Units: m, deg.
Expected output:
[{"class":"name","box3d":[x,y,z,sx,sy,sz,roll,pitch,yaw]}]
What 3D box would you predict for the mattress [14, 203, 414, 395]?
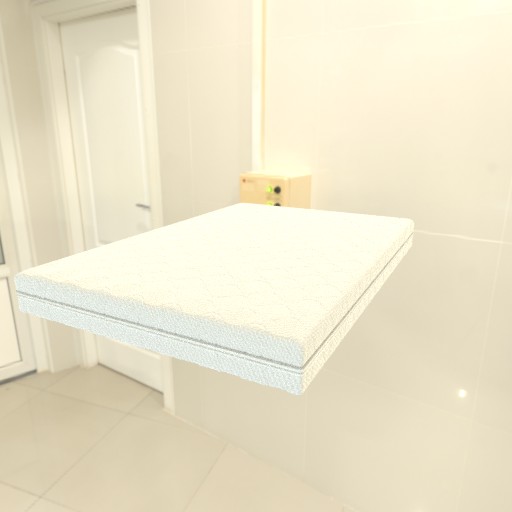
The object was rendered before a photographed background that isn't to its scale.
[{"class":"mattress","box3d":[0.000,0.000,2.524,1.400,0.200,2.000,9,19,27]}]
